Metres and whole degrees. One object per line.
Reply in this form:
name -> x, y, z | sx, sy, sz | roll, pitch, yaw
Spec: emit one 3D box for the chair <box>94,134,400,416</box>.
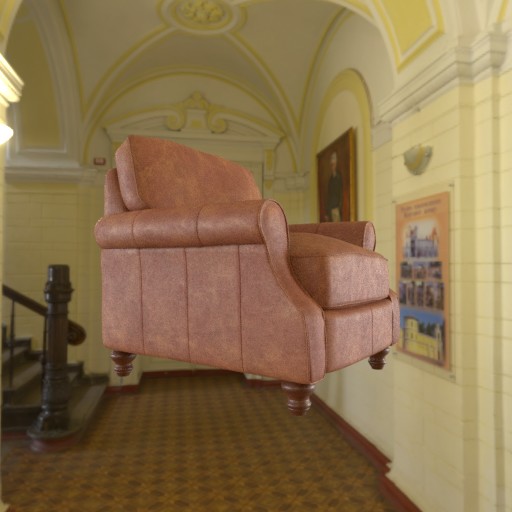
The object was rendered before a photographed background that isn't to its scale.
chair -> 0.000, 0.000, 1.840 | 0.986, 0.962, 0.983 | -1, -1, 35
